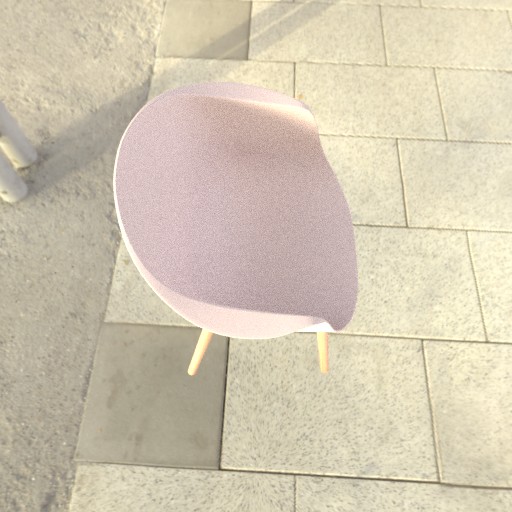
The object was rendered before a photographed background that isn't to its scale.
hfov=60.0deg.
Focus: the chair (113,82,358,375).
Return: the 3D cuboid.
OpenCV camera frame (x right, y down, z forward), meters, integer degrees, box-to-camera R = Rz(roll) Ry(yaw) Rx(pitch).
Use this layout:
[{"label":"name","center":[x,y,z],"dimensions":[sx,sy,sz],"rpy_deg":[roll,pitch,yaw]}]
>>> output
[{"label":"chair","center":[0.000,0.000,1.145],"dimensions":[0.504,0.781,0.593],"rpy_deg":[1,64,0]}]
